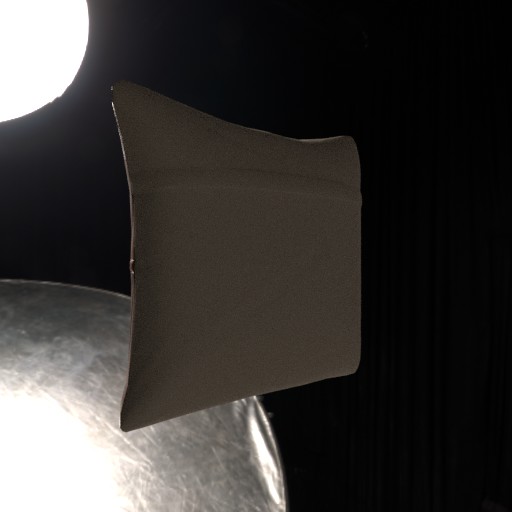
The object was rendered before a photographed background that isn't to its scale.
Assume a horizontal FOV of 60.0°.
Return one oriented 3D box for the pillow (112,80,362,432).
[{"bbox_3d":[0.000,0.000,0.733,0.484,0.470,0.192,0,1,-37],"label":"pillow"}]
